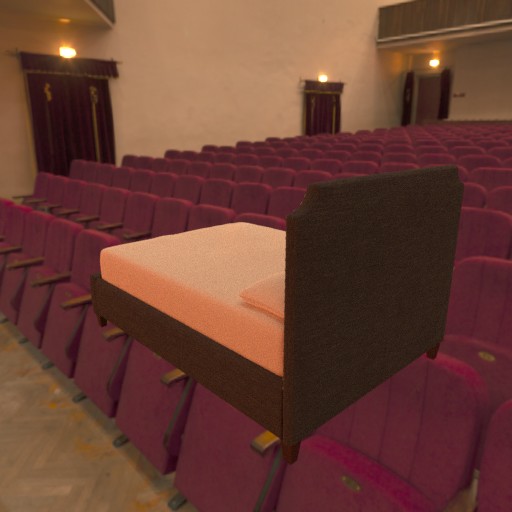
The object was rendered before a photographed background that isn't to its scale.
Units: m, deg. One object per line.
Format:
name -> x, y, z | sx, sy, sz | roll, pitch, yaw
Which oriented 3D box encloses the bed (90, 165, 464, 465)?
bed -> 0.000, 0.000, 3.409 | 1.713, 1.443, 2.372 | -15, 22, -41
